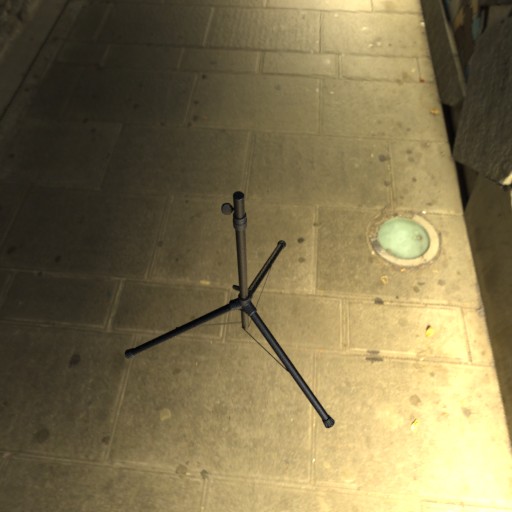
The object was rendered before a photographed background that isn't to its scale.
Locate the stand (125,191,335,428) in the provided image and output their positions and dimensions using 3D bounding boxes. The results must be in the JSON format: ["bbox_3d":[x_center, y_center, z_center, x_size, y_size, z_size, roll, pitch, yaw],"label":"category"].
[{"bbox_3d":[0.000,0.000,1.820,1.045,1.136,0.907,18,60,10],"label":"stand"}]
